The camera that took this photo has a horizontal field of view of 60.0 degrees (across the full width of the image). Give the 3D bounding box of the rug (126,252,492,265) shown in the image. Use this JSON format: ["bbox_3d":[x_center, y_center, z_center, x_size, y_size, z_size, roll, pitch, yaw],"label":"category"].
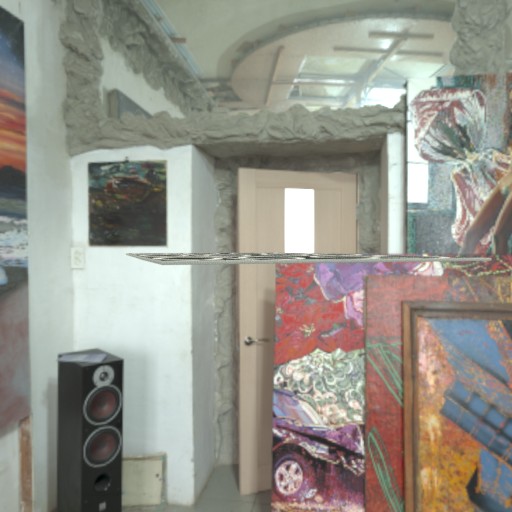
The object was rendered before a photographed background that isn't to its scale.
[{"bbox_3d":[0.000,0.000,2.885,1.526,0.014,2.290,0,1,-19],"label":"rug"}]
